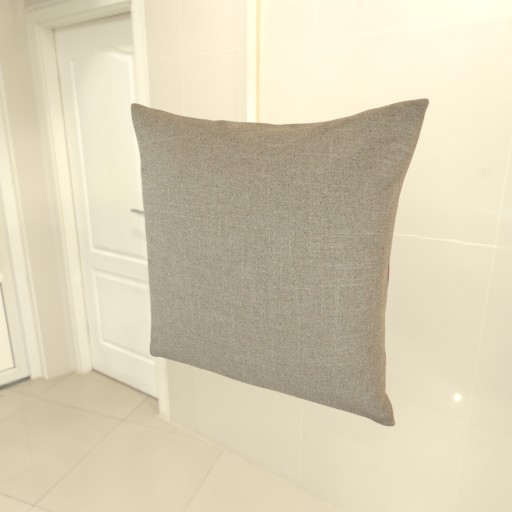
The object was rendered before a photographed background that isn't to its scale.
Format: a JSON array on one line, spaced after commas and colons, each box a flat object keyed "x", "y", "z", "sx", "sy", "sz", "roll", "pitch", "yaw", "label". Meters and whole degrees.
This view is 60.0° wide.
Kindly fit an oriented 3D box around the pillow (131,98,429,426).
[{"x": 0.000, "y": 0.000, "z": 0.767, "sx": 0.513, "sy": 0.511, "sz": 0.158, "roll": 8, "pitch": 18, "yaw": 26, "label": "pillow"}]
